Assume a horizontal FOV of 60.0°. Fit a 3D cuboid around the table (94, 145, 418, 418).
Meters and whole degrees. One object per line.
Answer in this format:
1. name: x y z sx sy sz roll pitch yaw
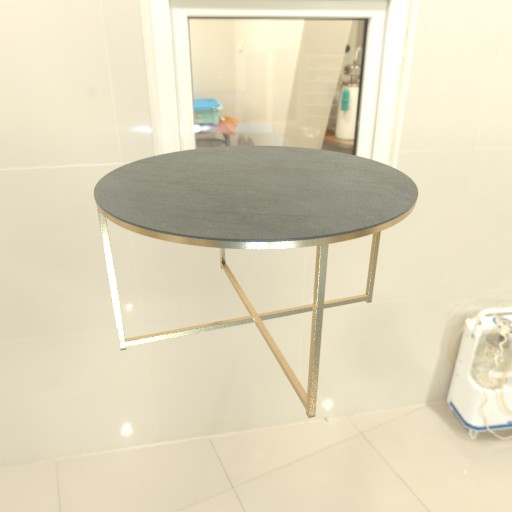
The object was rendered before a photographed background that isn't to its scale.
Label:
1. table: 0.000 0.000 1.248 0.800 0.450 0.800 0 26 0
